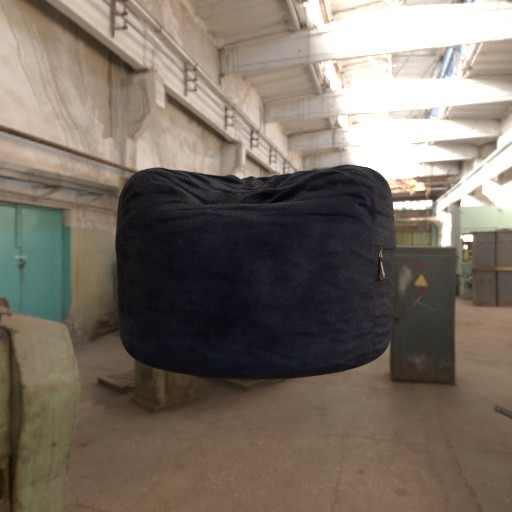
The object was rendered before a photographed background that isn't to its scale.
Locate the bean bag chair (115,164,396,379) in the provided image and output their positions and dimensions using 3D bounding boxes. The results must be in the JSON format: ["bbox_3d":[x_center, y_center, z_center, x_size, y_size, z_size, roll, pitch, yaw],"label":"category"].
[{"bbox_3d":[0.000,0.000,1.522,0.918,0.616,0.918,0,1,0],"label":"bean bag chair"}]
